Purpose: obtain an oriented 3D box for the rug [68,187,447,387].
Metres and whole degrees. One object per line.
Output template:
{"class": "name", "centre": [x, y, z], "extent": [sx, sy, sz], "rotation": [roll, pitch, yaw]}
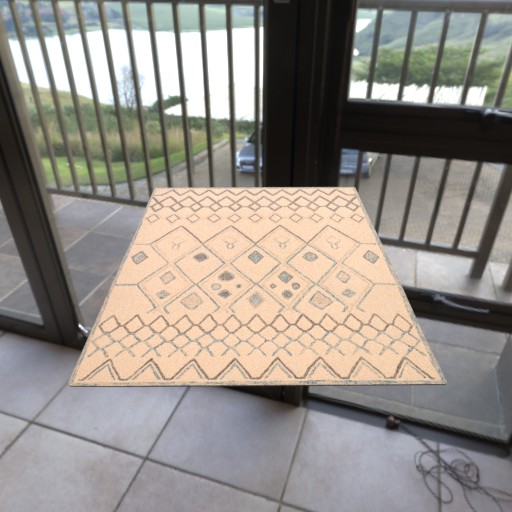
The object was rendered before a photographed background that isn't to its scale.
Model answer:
{"class": "rug", "centre": [0.000, 0.000, 4.117], "extent": [2.441, 0.013, 3.056], "rotation": [0, 33, 0]}
